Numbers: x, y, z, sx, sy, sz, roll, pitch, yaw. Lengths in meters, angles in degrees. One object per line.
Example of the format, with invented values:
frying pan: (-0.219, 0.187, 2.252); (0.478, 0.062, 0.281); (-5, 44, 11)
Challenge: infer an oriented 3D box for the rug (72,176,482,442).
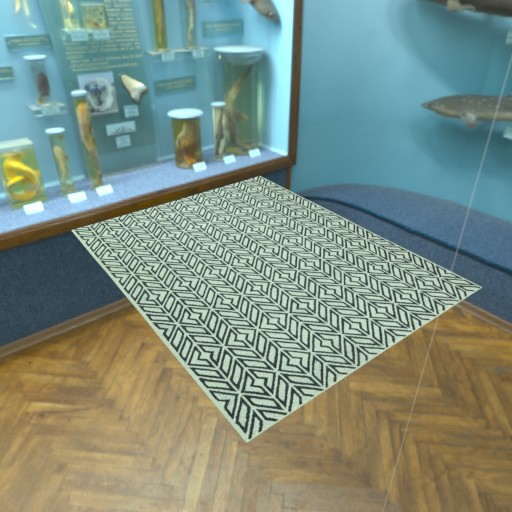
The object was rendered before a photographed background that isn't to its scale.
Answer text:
rug: (0.000, 0.000, 4.103); (2.421, 0.008, 3.045); (-22, 38, -31)
